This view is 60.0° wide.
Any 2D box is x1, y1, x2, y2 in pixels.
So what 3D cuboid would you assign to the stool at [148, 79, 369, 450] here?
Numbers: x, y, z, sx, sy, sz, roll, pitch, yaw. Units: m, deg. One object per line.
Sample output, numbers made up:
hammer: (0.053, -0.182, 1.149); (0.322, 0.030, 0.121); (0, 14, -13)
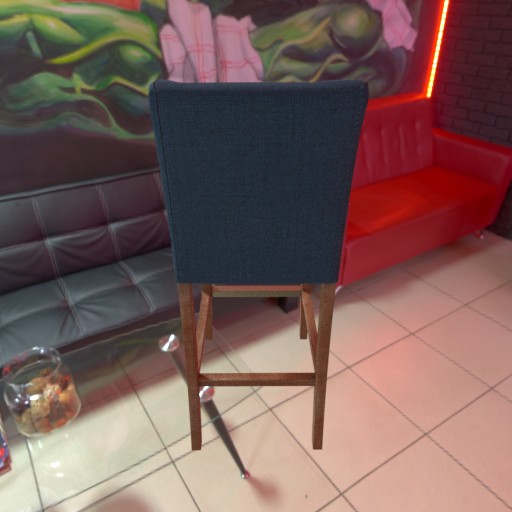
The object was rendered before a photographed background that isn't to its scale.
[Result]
stool: (0.000, 0.000, 1.353); (0.454, 1.088, 0.574); (0, 30, 0)
